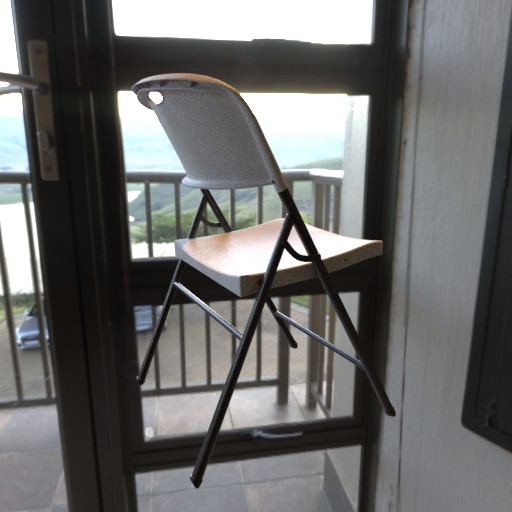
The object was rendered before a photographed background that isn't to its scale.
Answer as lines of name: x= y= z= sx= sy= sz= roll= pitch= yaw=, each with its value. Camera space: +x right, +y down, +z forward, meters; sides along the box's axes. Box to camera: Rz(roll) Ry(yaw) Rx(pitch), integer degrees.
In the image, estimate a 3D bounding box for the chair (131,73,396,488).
chair: x=0.000 y=0.000 z=1.135 sx=0.566 sy=0.810 sz=0.494 roll=-7 pitch=15 yaw=-27
